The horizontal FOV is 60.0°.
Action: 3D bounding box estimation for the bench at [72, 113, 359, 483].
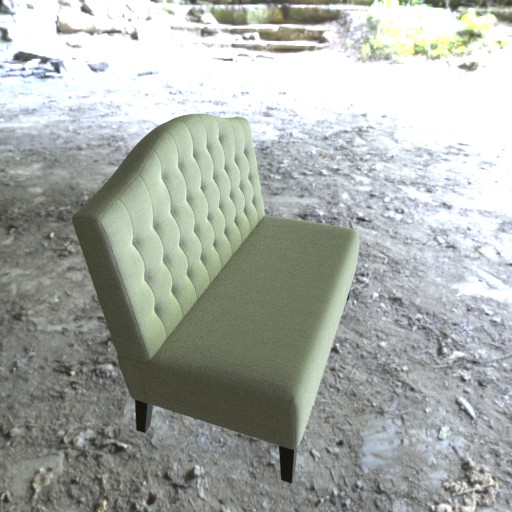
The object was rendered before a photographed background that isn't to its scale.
[{"bbox_3d":[0.000,0.000,2.055,0.815,1.180,1.335,11,33,17],"label":"bench"}]
